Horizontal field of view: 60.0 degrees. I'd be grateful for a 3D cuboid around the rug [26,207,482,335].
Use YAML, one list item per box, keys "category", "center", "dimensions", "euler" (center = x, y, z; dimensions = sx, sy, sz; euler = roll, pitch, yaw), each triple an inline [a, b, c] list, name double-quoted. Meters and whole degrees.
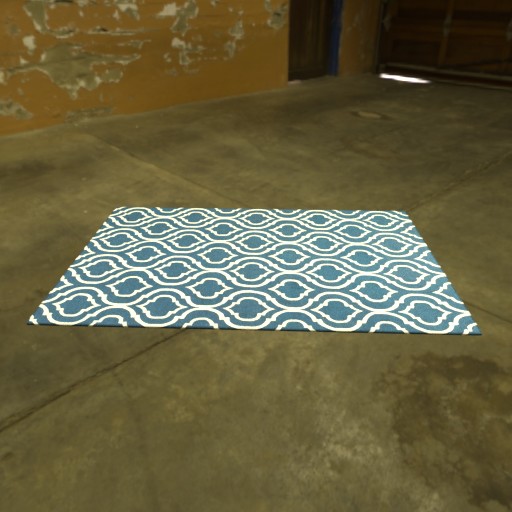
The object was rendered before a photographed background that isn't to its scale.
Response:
- category: "rug"
  center: [0.000, 0.000, 2.193]
  dimensions: [1.753, 0.010, 1.143]
  euler: [1, 30, 2]
